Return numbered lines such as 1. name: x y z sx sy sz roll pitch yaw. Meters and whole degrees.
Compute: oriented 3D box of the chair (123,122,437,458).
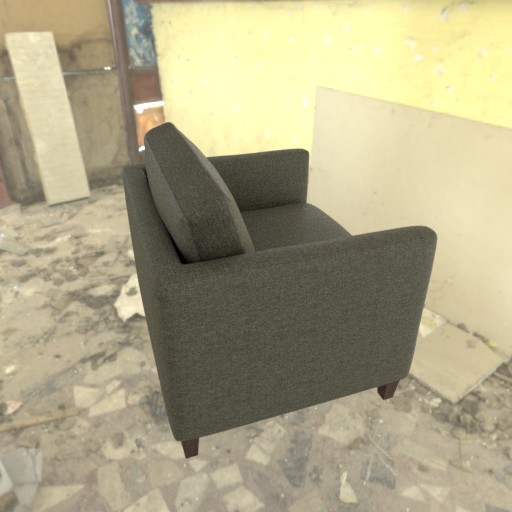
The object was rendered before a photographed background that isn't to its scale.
1. chair: 0.000 0.000 1.867 0.959 0.963 1.107 -10 31 -17
